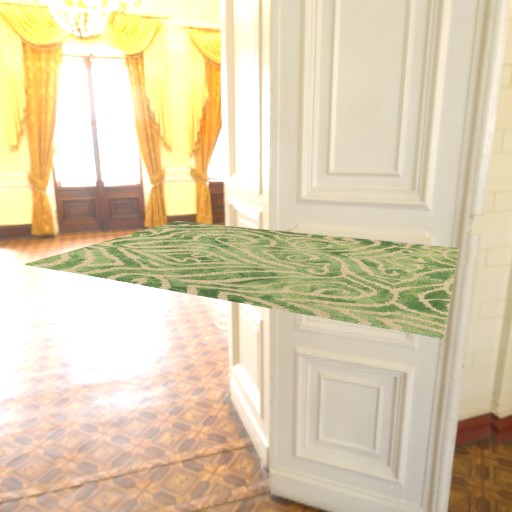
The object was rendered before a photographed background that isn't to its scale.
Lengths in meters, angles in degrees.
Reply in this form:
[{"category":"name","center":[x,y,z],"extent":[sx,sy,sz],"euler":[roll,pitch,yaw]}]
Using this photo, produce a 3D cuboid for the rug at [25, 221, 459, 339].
[{"category":"rug","center":[0.000,0.000,2.229],"extent":[1.826,0.006,1.220],"euler":[7,17,25]}]
